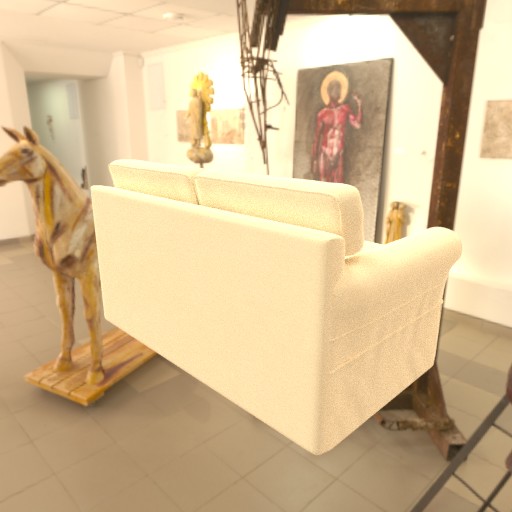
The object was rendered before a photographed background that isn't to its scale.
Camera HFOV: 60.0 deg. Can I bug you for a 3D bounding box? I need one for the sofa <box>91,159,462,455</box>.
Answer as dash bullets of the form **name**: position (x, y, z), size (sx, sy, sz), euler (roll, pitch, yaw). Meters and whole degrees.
- **sofa**: position (0.000, 0.000, 2.308), size (0.991, 0.940, 1.727), euler (-16, 23, -42)
